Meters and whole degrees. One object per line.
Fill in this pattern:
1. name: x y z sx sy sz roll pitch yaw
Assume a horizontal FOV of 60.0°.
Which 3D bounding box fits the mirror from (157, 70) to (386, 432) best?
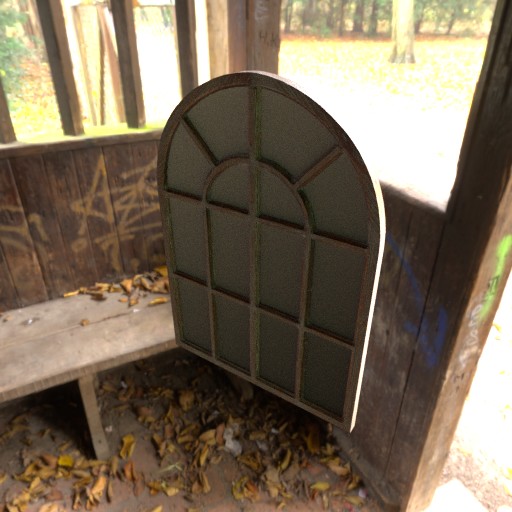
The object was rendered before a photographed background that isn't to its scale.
1. mirror: 0.000 0.000 1.186 0.660 0.920 0.032 19 35 29
